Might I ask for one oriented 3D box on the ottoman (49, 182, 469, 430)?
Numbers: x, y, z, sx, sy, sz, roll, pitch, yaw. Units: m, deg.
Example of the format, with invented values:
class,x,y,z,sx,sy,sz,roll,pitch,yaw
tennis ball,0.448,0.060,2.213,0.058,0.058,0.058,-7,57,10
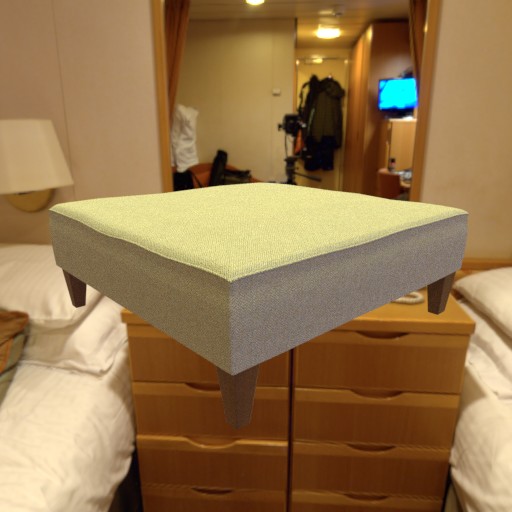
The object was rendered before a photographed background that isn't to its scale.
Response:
class,x,y,z,sx,sy,sz,roll,pitch,yaw
ottoman,0.000,0.000,1.488,1.004,0.379,0.968,-14,21,-40
